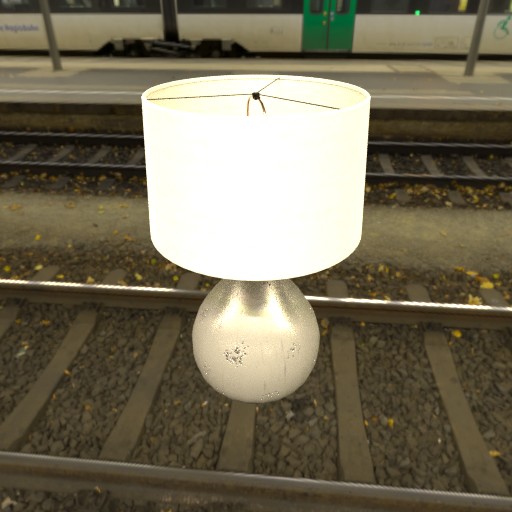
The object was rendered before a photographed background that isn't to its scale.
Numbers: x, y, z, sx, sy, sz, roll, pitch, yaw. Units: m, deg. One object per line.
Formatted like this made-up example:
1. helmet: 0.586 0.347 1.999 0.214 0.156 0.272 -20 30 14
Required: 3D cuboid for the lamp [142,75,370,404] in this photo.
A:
1. lamp: 0.000 0.000 0.739 0.330 0.521 0.330 0 30 0
